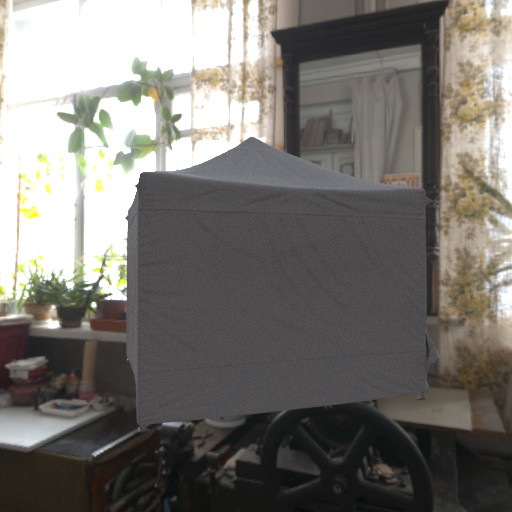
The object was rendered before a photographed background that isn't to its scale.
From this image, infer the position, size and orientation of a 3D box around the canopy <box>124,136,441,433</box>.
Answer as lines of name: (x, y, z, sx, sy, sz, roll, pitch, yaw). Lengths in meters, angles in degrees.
canopy: (0.000, 0.000, 5.590, 3.121, 2.997, 3.043, 0, -1, -18)
